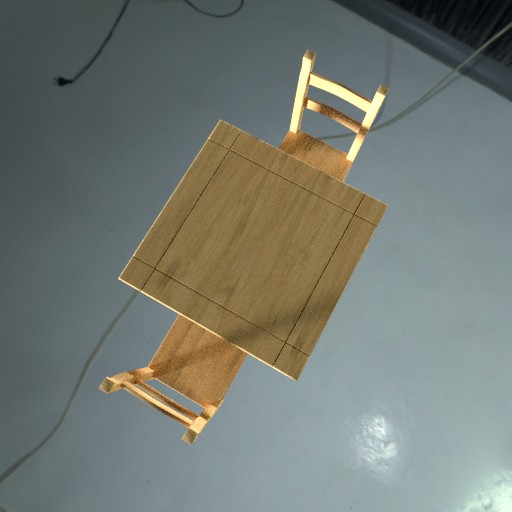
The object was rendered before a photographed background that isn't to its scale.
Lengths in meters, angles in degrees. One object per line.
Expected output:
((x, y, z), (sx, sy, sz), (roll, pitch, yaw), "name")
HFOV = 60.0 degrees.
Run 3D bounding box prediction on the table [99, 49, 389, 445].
((0.000, 0.000, 2.070), (0.813, 0.942, 1.501), (29, 78, 7), "table")
